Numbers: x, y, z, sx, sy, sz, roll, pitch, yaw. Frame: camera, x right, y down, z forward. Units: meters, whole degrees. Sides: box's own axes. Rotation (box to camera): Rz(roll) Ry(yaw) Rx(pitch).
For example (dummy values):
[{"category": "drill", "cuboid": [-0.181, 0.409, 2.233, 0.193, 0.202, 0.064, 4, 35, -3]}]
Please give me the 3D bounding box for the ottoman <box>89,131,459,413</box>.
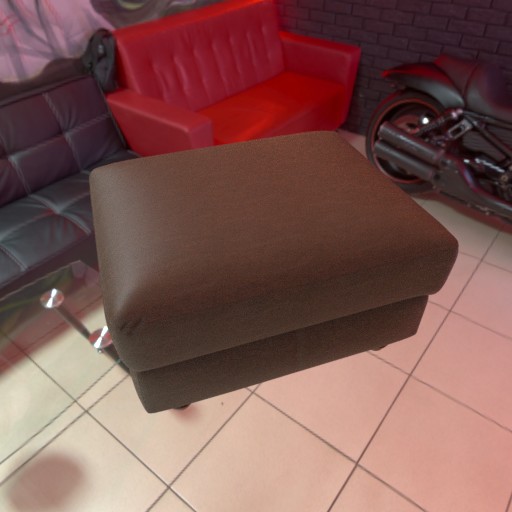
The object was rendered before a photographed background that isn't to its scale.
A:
[{"category": "ottoman", "cuboid": [0.000, 0.000, 1.220, 0.787, 0.508, 0.635, -13, 42, -15]}]
